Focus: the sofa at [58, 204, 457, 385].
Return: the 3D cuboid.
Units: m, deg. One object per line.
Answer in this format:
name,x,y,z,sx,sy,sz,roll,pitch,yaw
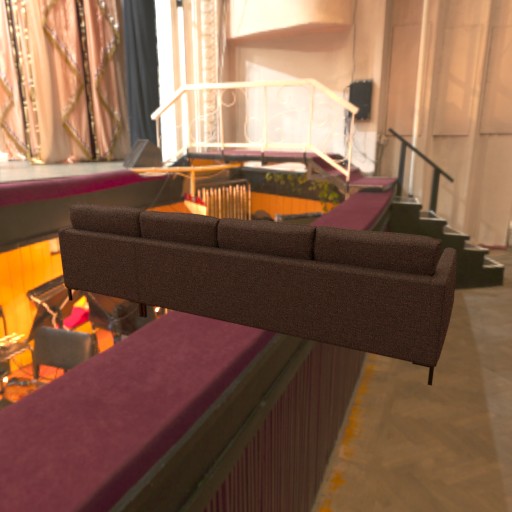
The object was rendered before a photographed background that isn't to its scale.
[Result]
sofa,0.000,0.000,3.861,3.221,0.892,1.483,8,17,26
